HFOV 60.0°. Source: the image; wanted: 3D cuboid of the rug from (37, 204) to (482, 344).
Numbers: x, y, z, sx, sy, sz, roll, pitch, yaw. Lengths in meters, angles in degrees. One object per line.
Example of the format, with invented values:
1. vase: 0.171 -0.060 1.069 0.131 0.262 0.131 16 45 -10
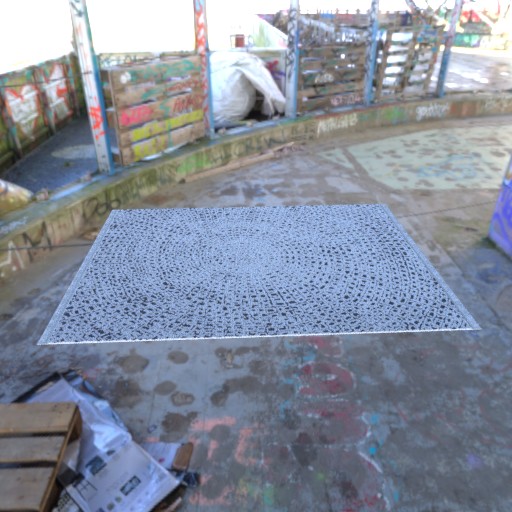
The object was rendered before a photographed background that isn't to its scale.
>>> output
1. rug: 0.000 0.000 2.140 1.634 0.003 1.190 -2 30 -3
